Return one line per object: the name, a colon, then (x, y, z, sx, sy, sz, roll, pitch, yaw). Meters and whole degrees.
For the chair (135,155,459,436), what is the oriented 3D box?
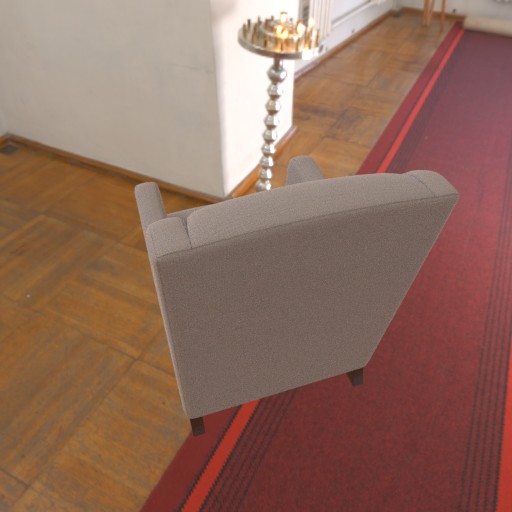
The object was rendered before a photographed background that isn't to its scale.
chair: (0.000, 0.000, 1.561, 0.715, 1.017, 0.896, -13, 44, -14)
